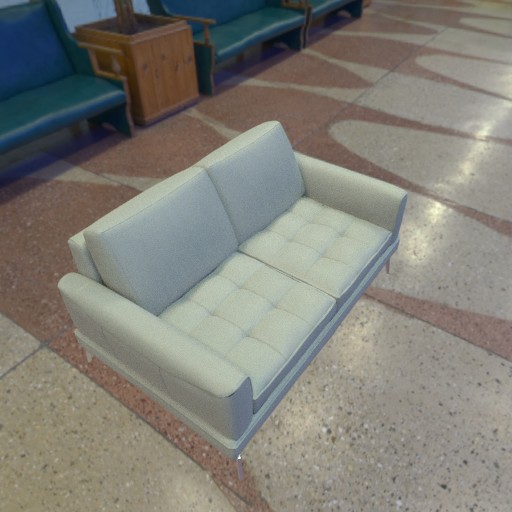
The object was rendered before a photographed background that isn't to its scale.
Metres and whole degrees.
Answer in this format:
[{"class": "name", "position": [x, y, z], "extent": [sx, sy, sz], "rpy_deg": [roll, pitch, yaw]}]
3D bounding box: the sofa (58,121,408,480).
[{"class": "sofa", "position": [0.000, 0.000, 2.508], "extent": [1.121, 0.930, 1.819], "rpy_deg": [26, 47, 27]}]
